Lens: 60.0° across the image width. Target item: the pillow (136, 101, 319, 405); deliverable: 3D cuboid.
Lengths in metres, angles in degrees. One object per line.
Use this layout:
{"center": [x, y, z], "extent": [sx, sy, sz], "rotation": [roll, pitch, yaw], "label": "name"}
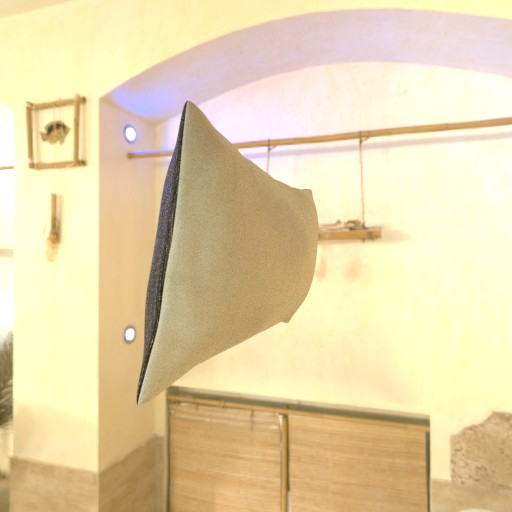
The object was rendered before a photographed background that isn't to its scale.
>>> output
{"center": [0.000, 0.000, 0.729], "extent": [0.156, 0.305, 0.608], "rotation": [0, 0, 18], "label": "pillow"}
